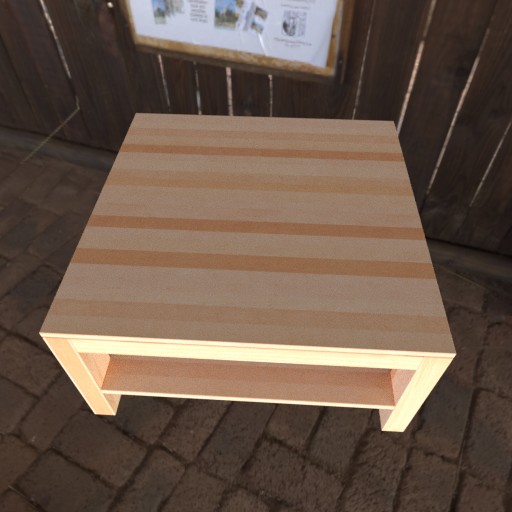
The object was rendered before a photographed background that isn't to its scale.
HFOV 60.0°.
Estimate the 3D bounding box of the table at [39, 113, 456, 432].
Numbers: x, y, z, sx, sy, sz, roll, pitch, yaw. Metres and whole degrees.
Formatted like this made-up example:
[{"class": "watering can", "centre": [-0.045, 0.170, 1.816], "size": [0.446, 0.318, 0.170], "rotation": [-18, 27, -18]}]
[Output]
[{"class": "table", "centre": [0.000, 0.000, 1.419], "size": [0.900, 0.450, 0.900], "rotation": [2, 49, 2]}]
